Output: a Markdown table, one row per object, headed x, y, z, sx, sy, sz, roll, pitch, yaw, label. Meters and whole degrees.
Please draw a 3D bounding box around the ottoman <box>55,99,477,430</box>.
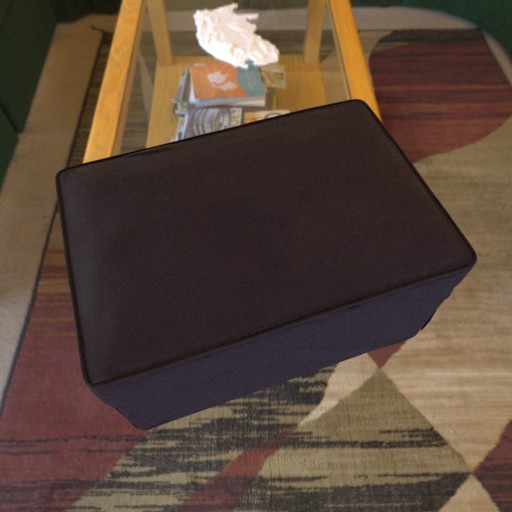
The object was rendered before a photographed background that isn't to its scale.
| x | y | z | sx | sy | sz | roll | pitch | yaw | label |
| --- | --- | --- | --- | --- | --- | --- | --- | --- | --- |
| 0.000 | 0.000 | 1.260 | 0.938 | 0.503 | 0.637 | -16 | 59 | -10 | ottoman |
